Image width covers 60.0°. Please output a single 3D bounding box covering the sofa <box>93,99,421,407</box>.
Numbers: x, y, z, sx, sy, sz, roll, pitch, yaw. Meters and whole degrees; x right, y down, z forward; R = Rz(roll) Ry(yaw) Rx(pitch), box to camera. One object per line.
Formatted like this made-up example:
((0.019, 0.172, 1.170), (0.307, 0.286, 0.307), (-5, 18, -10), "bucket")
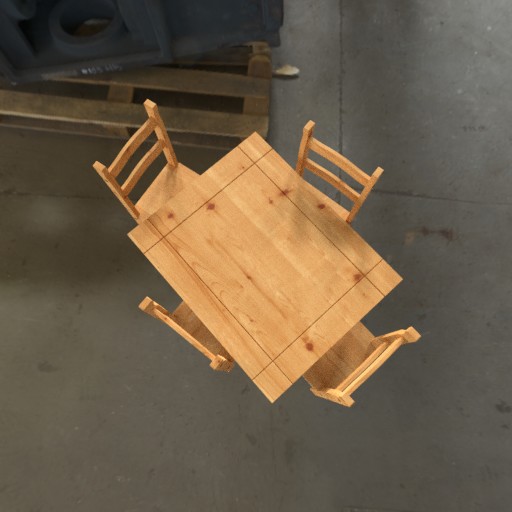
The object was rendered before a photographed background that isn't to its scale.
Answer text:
((0.000, 0.000, 2.288), (1.144, 1.000, 1.529), (-41, 79, -10), "sofa")
